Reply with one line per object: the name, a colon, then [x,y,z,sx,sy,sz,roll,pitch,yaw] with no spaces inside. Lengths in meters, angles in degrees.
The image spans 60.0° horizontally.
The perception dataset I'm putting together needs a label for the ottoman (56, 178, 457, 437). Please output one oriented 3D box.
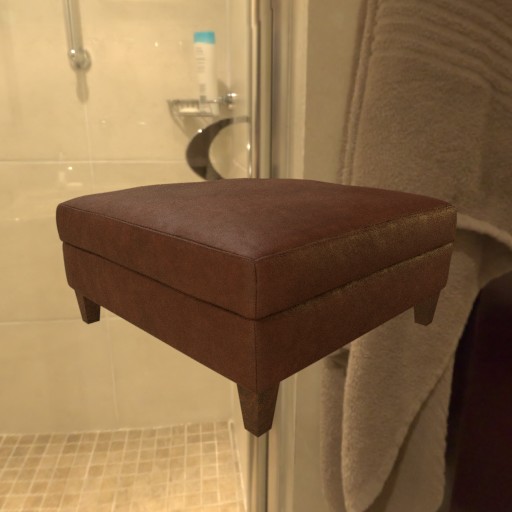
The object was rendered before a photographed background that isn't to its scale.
ottoman: [0.000,0.000,1.294,0.836,0.415,0.844,-15,22,-43]
